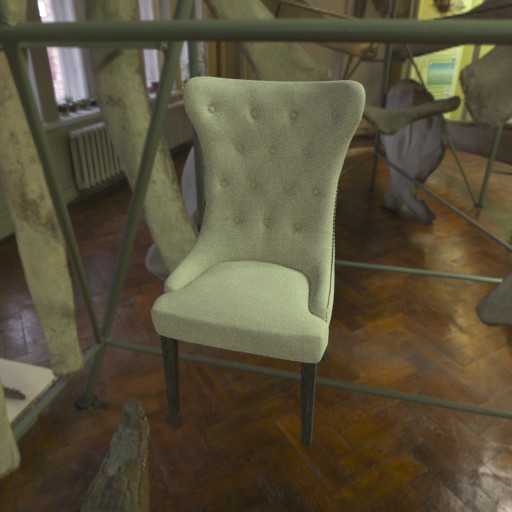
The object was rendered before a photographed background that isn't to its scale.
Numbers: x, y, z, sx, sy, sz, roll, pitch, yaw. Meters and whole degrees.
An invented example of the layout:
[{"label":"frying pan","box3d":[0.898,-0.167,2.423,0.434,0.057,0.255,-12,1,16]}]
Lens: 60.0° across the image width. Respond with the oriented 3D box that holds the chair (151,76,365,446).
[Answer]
[{"label":"chair","box3d":[0.000,0.000,1.469,0.584,1.065,0.590,7,28,14]}]
